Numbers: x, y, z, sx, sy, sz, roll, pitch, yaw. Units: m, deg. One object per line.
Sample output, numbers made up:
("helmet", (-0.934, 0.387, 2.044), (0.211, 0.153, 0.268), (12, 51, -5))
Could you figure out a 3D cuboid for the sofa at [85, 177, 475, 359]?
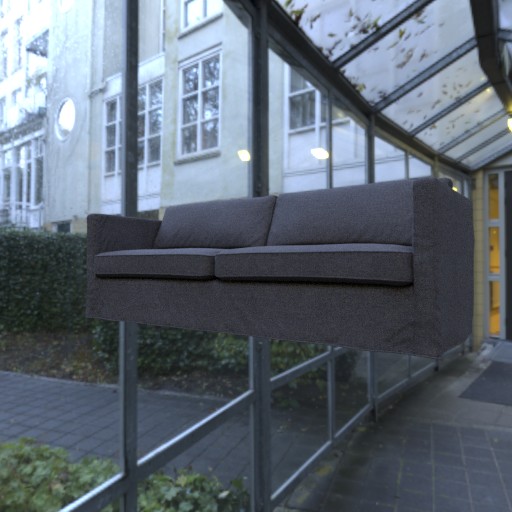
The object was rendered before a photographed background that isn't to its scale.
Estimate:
("sofa", (0.000, 0.000, 3.243), (2.779, 0.998, 1.036), (-1, -1, 35))
